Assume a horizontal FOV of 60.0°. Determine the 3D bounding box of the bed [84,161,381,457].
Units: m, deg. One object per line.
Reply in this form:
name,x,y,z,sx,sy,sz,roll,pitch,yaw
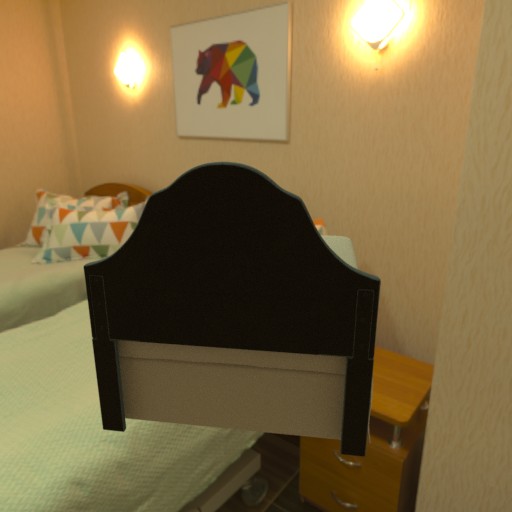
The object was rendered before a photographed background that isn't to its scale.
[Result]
bed,0.000,0.000,3.312,1.636,1.575,2.155,3,17,8
